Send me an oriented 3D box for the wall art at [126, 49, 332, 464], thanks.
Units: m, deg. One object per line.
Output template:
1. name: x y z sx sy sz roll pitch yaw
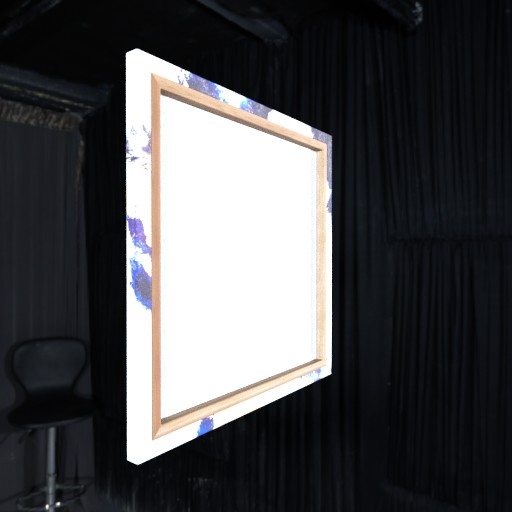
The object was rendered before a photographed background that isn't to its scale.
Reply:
1. wall art: 0.000 0.000 1.304 0.038 0.885 0.887 0 1 37
